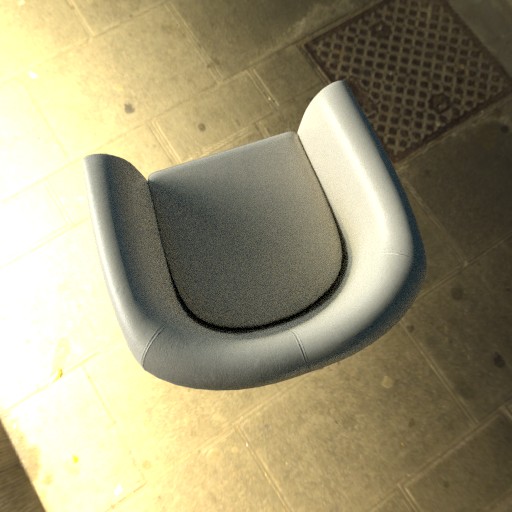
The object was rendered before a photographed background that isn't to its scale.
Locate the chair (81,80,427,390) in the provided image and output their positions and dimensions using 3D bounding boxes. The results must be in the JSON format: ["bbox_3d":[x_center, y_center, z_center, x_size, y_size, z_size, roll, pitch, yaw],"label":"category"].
[{"bbox_3d":[0.000,0.000,1.382,0.792,0.756,0.727,-18,77,-4],"label":"chair"}]
